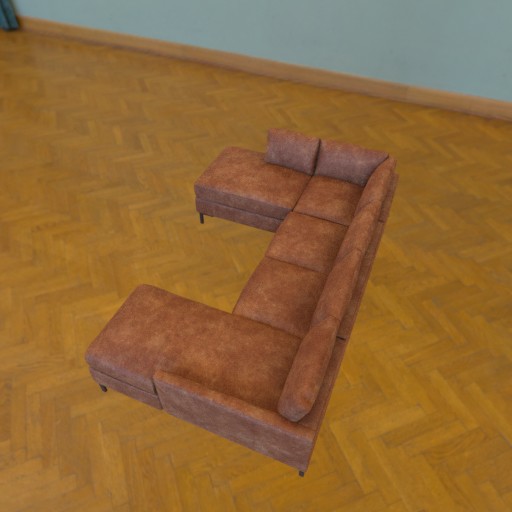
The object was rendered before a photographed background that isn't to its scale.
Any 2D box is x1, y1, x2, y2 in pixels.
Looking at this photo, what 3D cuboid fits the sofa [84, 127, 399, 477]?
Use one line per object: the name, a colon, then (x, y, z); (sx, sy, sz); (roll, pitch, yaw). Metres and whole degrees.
sofa: (0.000, 0.000, 3.903); (1.939, 0.900, 2.956); (16, 47, 16)
